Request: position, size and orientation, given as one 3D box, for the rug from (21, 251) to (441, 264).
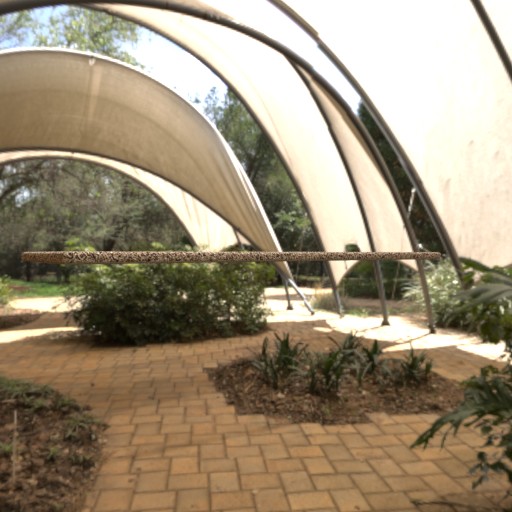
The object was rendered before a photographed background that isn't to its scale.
[{"bbox_3d":[0.000,0.000,1.696,1.524,0.030,0.609,0,0,-36],"label":"rug"}]
